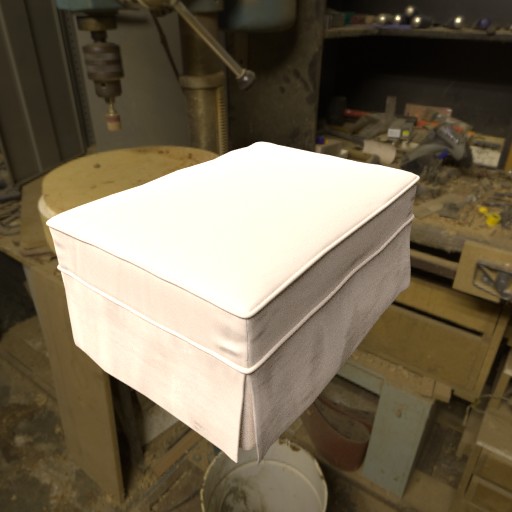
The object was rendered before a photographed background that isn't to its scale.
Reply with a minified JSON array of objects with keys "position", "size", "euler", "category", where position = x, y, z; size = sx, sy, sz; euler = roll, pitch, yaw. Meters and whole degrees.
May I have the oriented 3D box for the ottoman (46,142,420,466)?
[{"position":[0.000,0.000,1.343],"size":[0.703,0.479,0.944],"euler":[21,36,31],"category":"ottoman"}]
